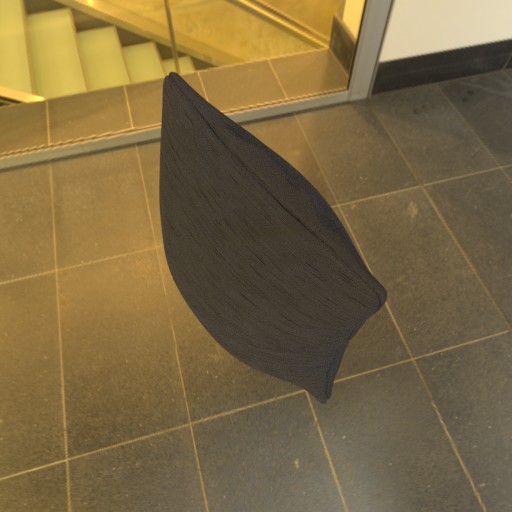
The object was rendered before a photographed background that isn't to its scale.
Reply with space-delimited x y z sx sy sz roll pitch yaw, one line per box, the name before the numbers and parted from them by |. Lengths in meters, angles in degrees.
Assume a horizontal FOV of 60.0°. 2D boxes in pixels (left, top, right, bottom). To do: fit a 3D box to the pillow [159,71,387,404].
pillow | 0.000 0.000 0.695 0.246 0.414 0.432 -31 63 -18
